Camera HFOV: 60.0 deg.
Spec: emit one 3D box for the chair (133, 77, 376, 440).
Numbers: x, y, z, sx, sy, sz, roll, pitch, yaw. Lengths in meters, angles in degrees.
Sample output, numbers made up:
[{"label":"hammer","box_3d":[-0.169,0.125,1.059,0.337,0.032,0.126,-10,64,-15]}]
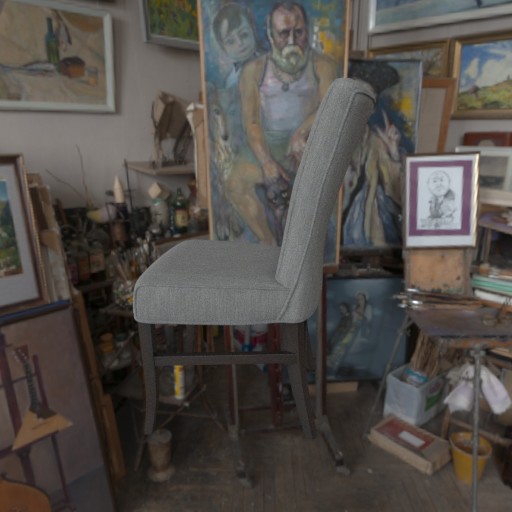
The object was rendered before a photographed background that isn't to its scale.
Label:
[{"label":"chair","box_3d":[0.000,0.000,1.386,0.660,0.991,0.520,2,16,7]}]
